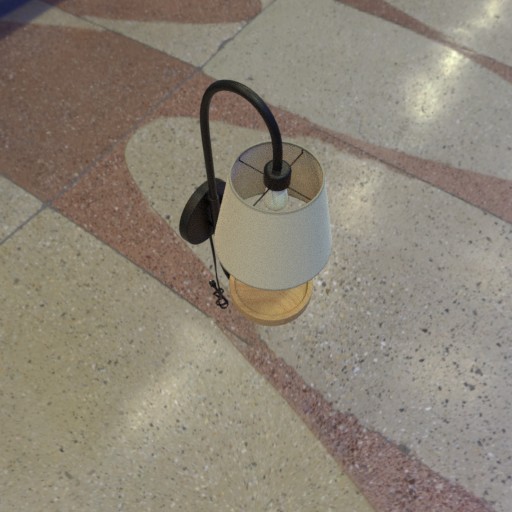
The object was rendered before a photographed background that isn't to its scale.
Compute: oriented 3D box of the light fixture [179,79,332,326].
[{"bbox_3d":[0.000,0.000,0.928,0.299,0.821,0.220,32,64,18],"label":"light fixture"}]
